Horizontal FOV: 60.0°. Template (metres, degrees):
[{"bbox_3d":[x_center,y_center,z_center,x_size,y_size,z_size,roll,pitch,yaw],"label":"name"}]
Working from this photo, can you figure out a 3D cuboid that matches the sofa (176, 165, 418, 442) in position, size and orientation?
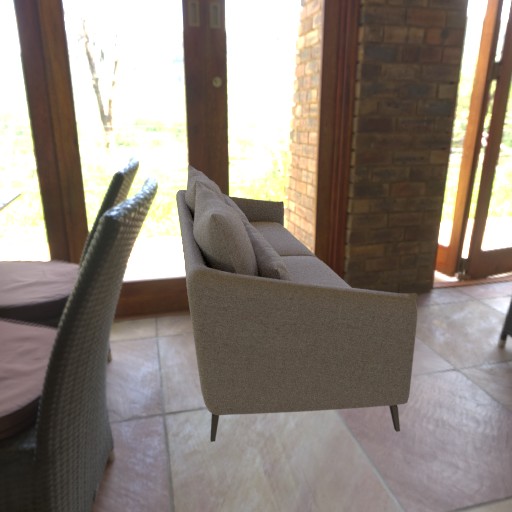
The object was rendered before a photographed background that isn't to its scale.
[{"bbox_3d":[0.000,0.000,2.421,0.809,0.833,2.022,-3,17,-10],"label":"sofa"}]
